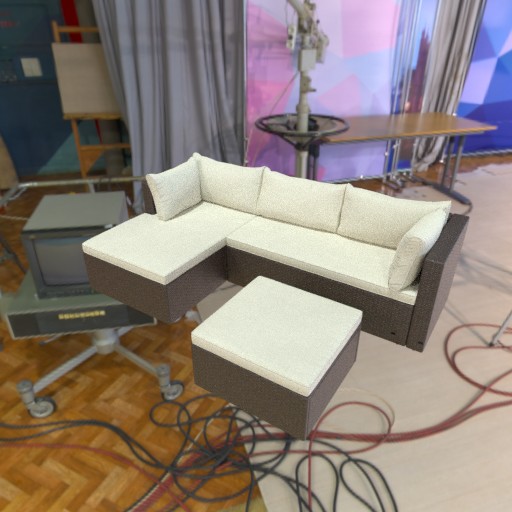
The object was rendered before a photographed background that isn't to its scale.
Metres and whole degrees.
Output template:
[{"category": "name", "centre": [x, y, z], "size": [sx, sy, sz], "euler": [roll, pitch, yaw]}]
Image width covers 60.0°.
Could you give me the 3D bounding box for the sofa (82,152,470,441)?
[{"category": "sofa", "centre": [0.000, 0.000, 2.857], "size": [2.192, 0.766, 1.612], "euler": [18, 35, 28]}]
